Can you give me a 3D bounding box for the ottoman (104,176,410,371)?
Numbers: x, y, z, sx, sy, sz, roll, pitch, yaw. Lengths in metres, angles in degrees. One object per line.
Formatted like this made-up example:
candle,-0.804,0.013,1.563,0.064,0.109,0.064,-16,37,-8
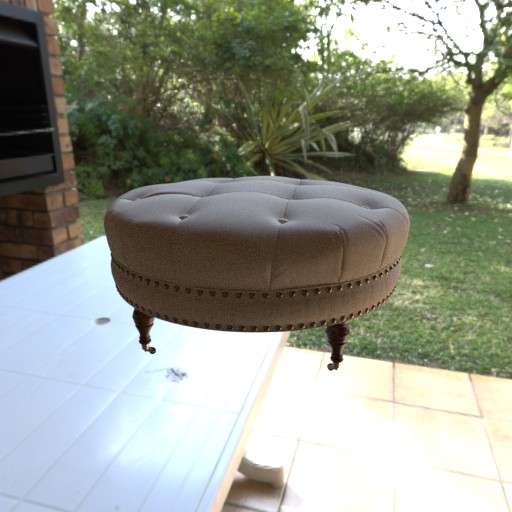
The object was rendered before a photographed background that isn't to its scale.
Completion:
ottoman,0.000,0.000,1.469,0.940,0.483,0.940,0,18,0
